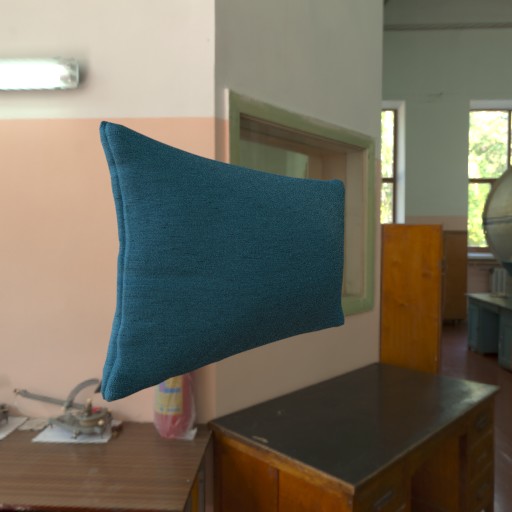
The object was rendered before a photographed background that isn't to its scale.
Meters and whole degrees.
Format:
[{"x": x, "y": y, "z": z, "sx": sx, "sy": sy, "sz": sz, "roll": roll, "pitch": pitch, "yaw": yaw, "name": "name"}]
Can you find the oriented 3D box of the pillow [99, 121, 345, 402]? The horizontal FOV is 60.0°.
[{"x": 0.000, "y": 0.000, "z": 0.783, "sx": 0.210, "sy": 0.338, "sz": 0.633, "roll": 1, "pitch": 2, "yaw": 37, "name": "pillow"}]
